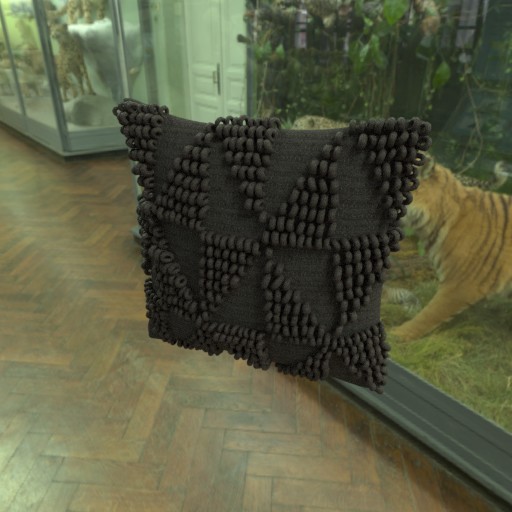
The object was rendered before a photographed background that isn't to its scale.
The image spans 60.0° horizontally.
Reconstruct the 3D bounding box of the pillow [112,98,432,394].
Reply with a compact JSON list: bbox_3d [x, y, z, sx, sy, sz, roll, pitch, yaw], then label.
[{"bbox_3d":[0.000,0.000,0.722,0.470,0.467,0.172,9,29,17],"label":"pillow"}]
